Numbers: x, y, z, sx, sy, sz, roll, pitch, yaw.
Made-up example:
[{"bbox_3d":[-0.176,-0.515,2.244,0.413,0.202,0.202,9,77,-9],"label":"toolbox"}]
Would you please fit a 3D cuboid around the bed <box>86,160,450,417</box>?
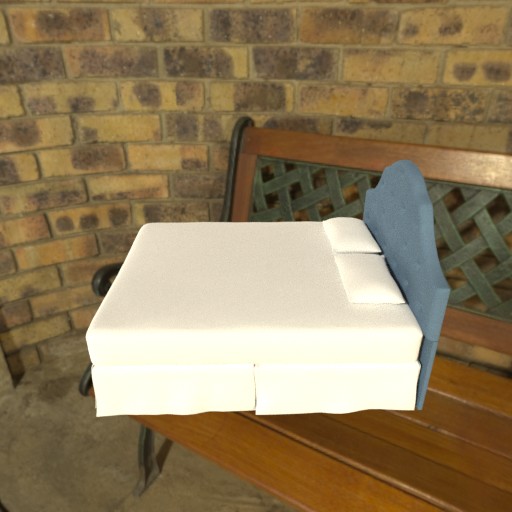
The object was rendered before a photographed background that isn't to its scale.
[{"bbox_3d":[0.000,0.000,3.810,2.477,1.617,2.039,0,28,-1],"label":"bed"}]
